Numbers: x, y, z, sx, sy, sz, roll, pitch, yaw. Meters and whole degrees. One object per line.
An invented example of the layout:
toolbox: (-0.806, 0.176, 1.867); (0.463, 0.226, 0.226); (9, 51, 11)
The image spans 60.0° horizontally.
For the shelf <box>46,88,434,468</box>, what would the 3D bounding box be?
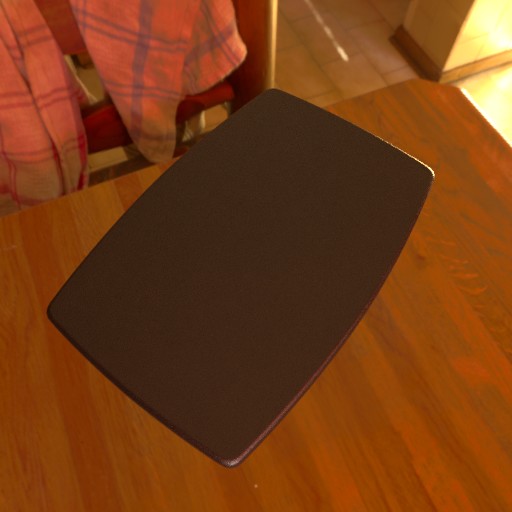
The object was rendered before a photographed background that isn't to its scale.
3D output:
shelf: (0.000, 0.000, 0.521); (0.280, 0.100, 0.410); (33, 67, 16)
